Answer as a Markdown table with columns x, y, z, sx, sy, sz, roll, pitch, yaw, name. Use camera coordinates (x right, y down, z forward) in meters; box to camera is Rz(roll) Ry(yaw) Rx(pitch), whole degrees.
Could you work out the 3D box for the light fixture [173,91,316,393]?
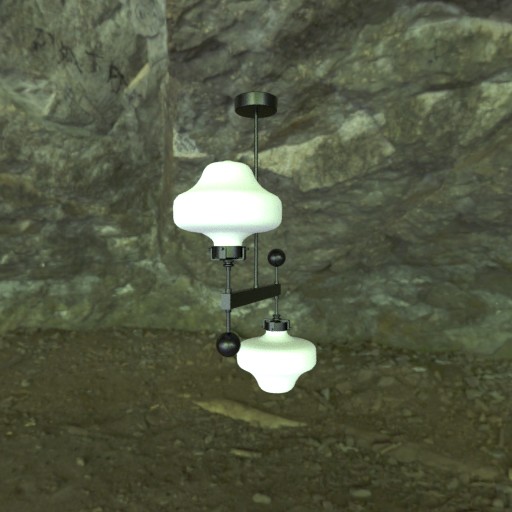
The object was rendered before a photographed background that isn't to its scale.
| x | y | z | sx | sy | sz | roll | pitch | yaw | name |
| --- | --- | --- | --- | --- | --- | --- | --- | --- | --- |
| 0.000 | 0.000 | 1.050 | 0.422 | 0.743 | 0.489 | 0 | 0 | -18 | light fixture |
